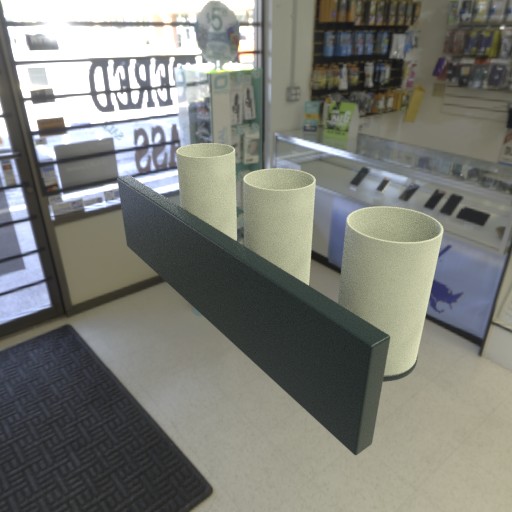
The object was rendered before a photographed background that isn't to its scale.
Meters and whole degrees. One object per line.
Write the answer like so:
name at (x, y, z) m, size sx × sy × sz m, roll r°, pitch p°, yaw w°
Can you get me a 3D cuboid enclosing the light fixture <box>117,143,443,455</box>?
light fixture at (0.000, 0.000, 0.509) m, size 0.145 × 0.172 × 0.451 m, roll -19°, pitch 33°, yaw -32°
